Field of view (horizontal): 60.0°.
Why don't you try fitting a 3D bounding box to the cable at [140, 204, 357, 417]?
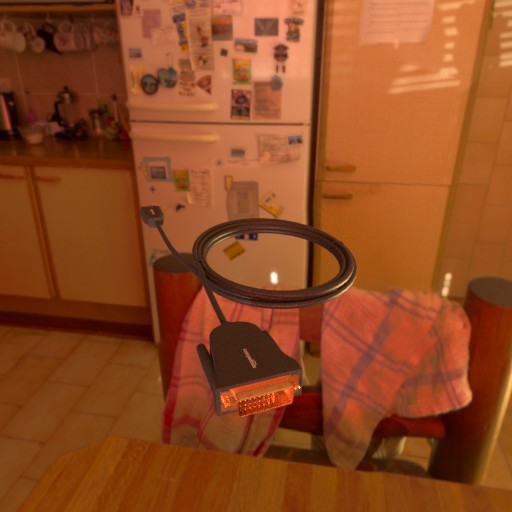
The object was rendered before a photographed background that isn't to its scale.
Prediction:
[{"bbox_3d":[0.000,0.000,0.322,0.136,0.015,0.281,-9,26,-18],"label":"cable"}]
